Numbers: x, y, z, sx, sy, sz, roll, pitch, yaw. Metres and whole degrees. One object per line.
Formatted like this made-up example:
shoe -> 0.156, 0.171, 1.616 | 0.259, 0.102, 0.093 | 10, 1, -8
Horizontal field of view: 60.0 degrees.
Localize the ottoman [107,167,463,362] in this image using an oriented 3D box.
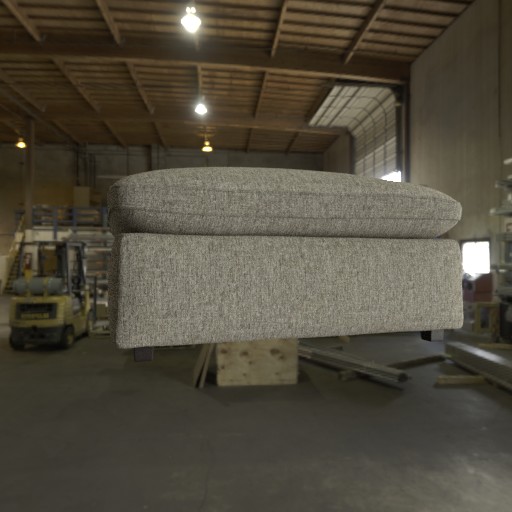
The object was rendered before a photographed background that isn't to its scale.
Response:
ottoman -> 0.000, 0.000, 1.640 | 1.039, 0.526, 1.035 | 0, -1, -18
